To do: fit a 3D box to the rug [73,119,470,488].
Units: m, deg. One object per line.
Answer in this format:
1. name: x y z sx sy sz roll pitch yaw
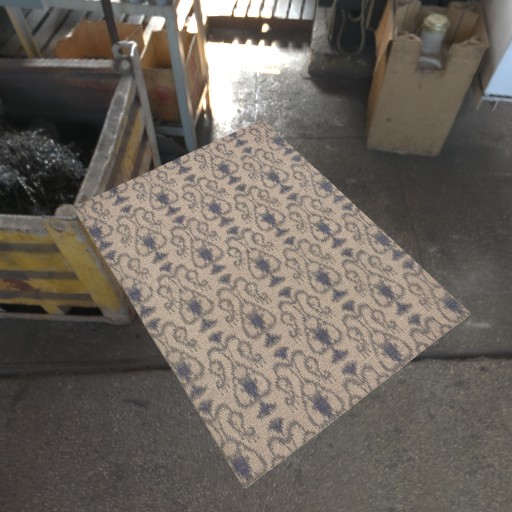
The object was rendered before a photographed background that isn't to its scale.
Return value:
1. rug: 0.000 0.000 4.283 2.437 0.015 3.205 -30 61 -19
